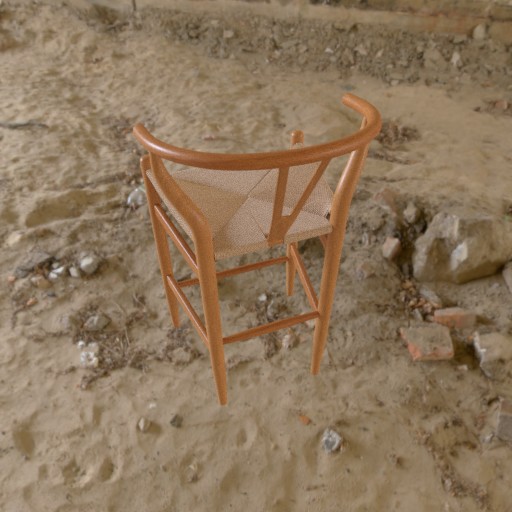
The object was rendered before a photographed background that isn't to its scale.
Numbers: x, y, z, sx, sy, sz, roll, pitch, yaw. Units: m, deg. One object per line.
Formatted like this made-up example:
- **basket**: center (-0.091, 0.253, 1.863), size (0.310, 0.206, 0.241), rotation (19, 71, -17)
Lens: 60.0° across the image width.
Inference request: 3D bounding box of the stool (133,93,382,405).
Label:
- **stool**: center (0.000, 0.000, 1.335), size (0.569, 0.970, 0.579), rotation (-14, 43, -15)
